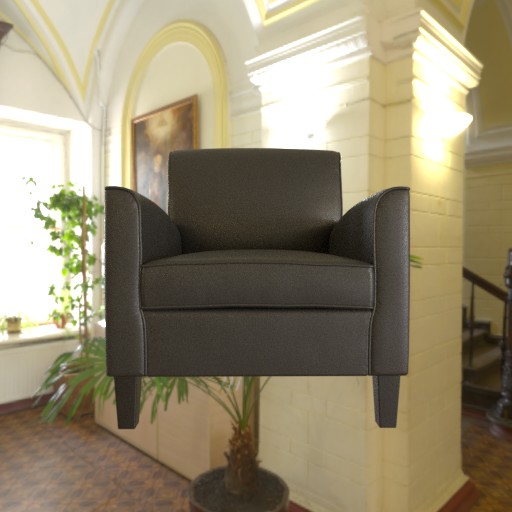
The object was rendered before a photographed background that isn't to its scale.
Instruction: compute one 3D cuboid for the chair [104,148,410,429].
[{"bbox_3d":[0.000,0.000,1.555,0.820,0.916,0.819,0,1,-1],"label":"chair"}]
